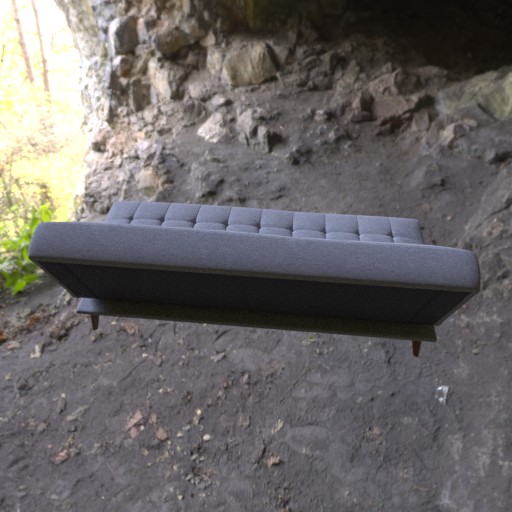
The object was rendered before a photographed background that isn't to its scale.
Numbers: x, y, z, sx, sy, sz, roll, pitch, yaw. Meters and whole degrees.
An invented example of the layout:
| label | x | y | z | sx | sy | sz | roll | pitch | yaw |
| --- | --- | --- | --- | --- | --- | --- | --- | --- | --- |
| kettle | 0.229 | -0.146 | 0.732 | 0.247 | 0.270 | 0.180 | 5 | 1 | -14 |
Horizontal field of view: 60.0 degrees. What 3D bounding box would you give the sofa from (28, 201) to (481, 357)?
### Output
| label | x | y | z | sx | sy | sz | roll | pitch | yaw |
| --- | --- | --- | --- | --- | --- | --- | --- | --- | --- |
| sofa | 0.000 | 0.000 | 2.251 | 1.800 | 0.810 | 0.860 | 4 | 45 | 4 |
